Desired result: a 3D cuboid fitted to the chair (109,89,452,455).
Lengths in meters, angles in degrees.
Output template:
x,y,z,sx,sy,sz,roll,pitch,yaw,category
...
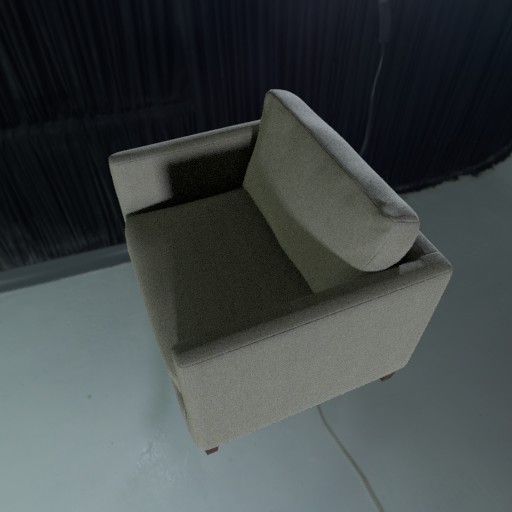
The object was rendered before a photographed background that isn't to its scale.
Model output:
x,y,z,sx,sy,sz,roll,pitch,yaw,category
0.000,0.000,1.824,0.959,0.963,1.107,-17,50,-15,chair
